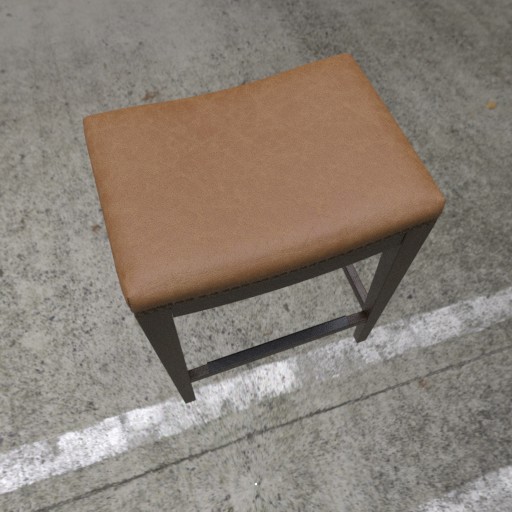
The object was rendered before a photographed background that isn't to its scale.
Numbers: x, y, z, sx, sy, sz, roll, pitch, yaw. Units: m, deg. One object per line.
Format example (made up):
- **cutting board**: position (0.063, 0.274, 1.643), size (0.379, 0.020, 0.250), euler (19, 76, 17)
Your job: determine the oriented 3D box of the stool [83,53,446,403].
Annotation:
- **stool**: position (0.000, 0.000, 0.944), size (0.500, 0.660, 0.361), euler (-17, 64, -9)
